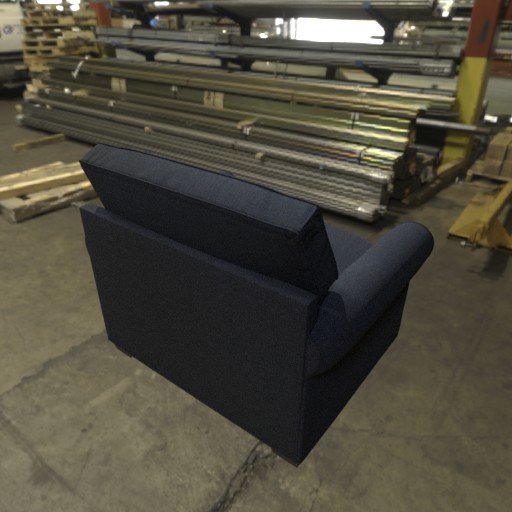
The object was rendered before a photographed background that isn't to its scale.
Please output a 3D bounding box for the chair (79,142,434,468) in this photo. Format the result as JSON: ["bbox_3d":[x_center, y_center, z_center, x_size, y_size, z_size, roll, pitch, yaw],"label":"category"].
[{"bbox_3d":[0.000,0.000,1.994,1.285,1.044,0.963,21,36,32],"label":"chair"}]
